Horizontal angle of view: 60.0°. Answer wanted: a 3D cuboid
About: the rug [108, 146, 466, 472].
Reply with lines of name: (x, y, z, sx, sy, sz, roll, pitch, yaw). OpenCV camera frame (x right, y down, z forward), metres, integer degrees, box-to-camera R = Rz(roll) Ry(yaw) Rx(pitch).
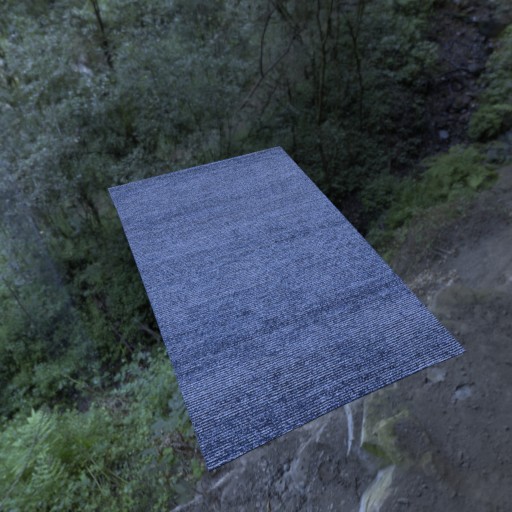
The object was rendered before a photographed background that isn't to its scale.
rug: (0.000, 0.000, 2.217, 1.135, 0.010, 1.740, -18, 48, -17)
